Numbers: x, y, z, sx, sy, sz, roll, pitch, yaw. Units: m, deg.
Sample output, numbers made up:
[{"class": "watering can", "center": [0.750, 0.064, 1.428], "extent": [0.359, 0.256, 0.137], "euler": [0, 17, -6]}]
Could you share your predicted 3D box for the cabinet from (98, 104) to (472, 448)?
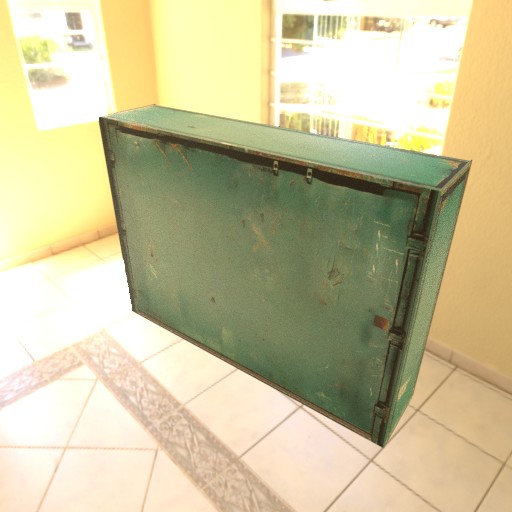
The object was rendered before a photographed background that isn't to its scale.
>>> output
[{"class": "cabinet", "center": [0.000, 0.000, 3.956], "extent": [3.001, 2.160, 0.680], "euler": [20, 36, 31]}]
